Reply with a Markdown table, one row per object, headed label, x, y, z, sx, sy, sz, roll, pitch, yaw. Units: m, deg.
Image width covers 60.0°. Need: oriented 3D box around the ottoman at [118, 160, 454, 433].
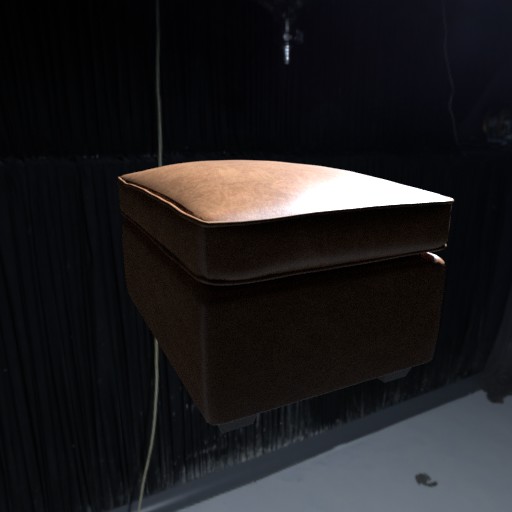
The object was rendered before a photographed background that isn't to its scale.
| label | x | y | z | sx | sy | sz | roll | pitch | yaw |
| --- | --- | --- | --- | --- | --- | --- | --- | --- | --- |
| ottoman | 0.000 | 0.000 | 1.133 | 0.554 | 0.468 | 0.756 | -8 | 18 | -25 |
